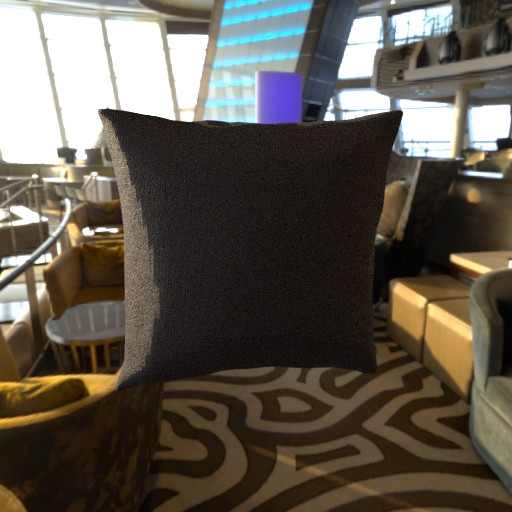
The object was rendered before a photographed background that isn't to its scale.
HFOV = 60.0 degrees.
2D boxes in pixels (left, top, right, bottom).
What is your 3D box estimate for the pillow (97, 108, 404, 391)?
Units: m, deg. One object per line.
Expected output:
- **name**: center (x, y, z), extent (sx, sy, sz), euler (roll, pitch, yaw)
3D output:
- **pillow**: center (0.000, 0.000, 0.694), extent (0.452, 0.439, 0.204), euler (-2, 15, -9)
